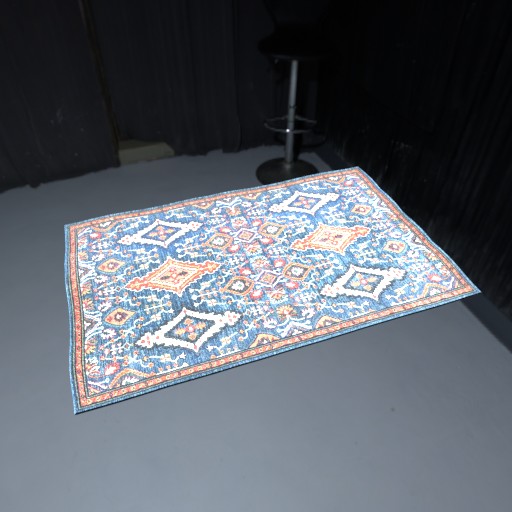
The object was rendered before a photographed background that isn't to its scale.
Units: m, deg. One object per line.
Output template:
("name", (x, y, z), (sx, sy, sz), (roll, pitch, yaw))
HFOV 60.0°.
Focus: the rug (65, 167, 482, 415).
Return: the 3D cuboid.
("rug", (0.000, 0.000, 2.264), (1.847, 0.014, 1.195), (-13, 44, -14))
